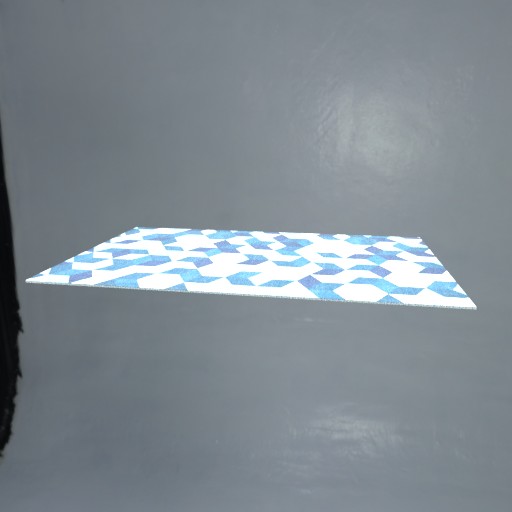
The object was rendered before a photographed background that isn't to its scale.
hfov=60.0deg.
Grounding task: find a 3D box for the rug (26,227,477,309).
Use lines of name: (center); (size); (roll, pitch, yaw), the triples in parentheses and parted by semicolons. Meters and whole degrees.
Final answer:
rug: (0.000, 0.000, 3.073); (2.438, 0.015, 1.518); (3, 16, 9)
